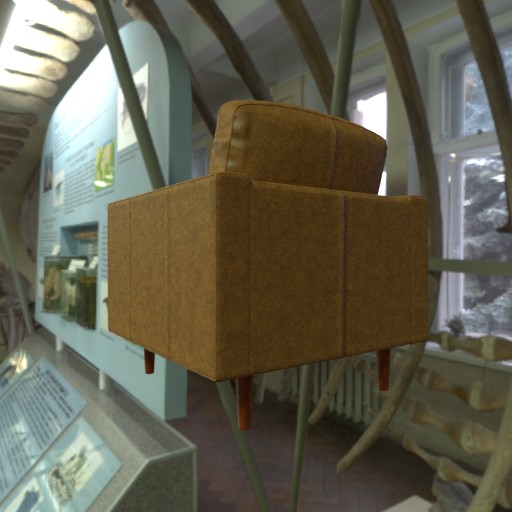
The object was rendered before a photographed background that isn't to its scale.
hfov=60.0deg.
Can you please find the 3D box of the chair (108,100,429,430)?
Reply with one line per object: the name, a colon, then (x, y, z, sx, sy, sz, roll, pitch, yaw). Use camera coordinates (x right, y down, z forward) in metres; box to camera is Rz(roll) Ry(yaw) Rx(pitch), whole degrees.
chair: (0.000, 0.000, 1.708, 0.890, 0.956, 0.909, 0, 1, -35)
